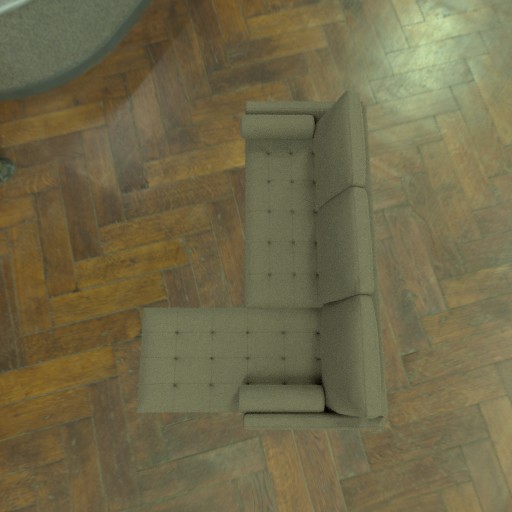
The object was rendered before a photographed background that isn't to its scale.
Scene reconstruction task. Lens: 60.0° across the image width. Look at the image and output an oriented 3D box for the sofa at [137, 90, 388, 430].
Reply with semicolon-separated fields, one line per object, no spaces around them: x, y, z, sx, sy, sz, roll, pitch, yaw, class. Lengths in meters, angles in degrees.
0.000;0.000;3.002;1.506;0.875;2.178;0;76;0;sofa
